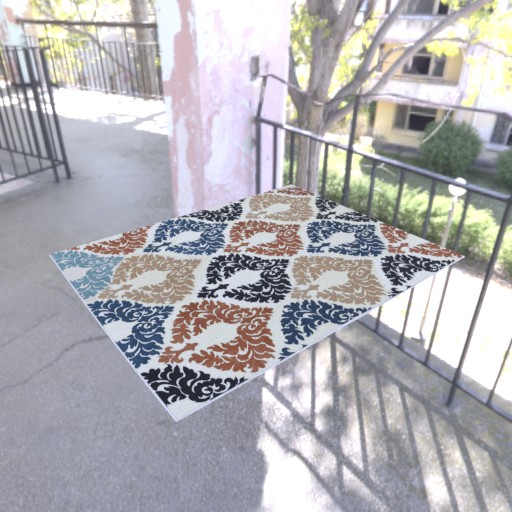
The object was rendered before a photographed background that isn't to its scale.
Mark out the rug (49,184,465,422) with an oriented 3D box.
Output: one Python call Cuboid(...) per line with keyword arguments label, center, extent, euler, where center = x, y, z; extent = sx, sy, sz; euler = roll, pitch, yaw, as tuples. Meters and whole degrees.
Cuboid(label="rug", center=(0.000, 0.000, 4.114), extent=(3.040, 0.014, 2.423), euler=(-21, 36, -32))
